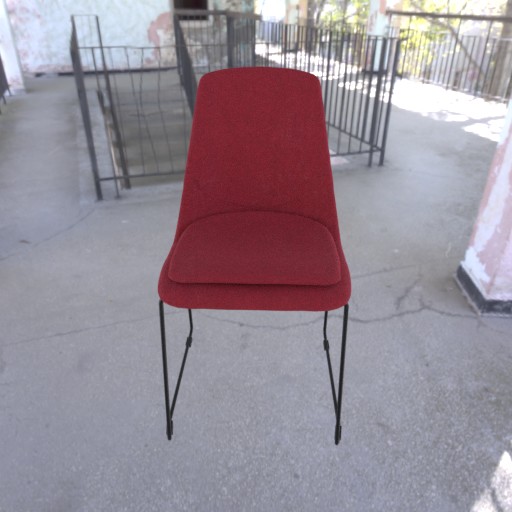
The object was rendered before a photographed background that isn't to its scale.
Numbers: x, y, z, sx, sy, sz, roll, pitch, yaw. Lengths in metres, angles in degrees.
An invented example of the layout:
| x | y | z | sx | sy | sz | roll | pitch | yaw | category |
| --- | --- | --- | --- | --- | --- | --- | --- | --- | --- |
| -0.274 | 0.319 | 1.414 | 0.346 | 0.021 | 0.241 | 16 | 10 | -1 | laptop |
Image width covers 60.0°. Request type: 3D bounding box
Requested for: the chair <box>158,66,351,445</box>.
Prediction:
| x | y | z | sx | sy | sz | roll | pitch | yaw | category |
| --- | --- | --- | --- | --- | --- | --- | --- | --- | --- |
| 0.000 | 0.000 | 1.159 | 0.479 | 0.858 | 0.518 | 1 | 30 | 2 | chair |
